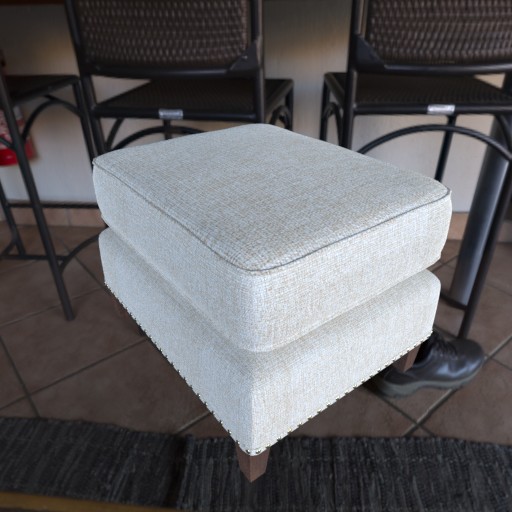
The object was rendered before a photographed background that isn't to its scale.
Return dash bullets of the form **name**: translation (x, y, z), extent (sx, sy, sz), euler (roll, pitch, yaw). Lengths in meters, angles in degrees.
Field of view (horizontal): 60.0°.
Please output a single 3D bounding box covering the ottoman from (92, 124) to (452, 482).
- **ottoman**: translation (0.000, 0.000, 1.134), extent (0.589, 0.537, 0.738), euler (-21, 37, -31)
